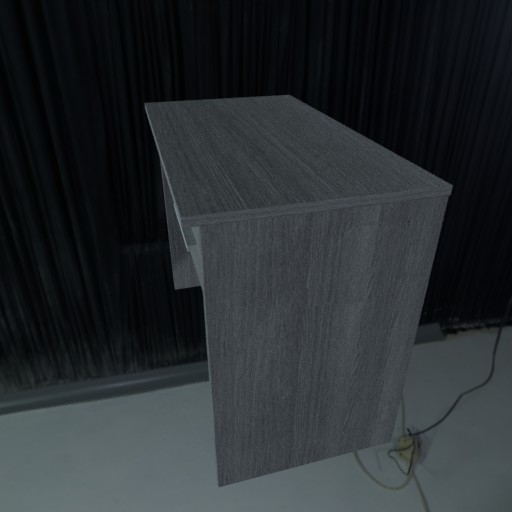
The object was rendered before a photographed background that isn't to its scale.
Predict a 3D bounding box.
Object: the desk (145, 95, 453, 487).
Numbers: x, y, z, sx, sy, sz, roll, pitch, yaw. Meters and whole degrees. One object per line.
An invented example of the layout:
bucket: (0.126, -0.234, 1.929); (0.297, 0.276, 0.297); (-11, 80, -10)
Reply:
desk: (0.000, 0.000, 1.307); (0.498, 0.724, 0.893); (-8, 31, -14)
